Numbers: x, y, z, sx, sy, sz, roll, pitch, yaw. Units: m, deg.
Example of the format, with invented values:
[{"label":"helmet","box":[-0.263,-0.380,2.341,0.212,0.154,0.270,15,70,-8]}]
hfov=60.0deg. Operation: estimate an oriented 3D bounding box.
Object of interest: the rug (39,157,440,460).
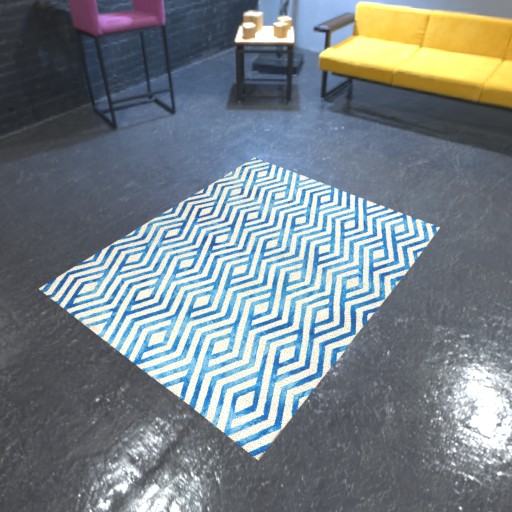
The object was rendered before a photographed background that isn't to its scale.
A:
[{"label":"rug","box":[0.000,0.000,4.229,2.453,0.008,3.059,27,47,28]}]
